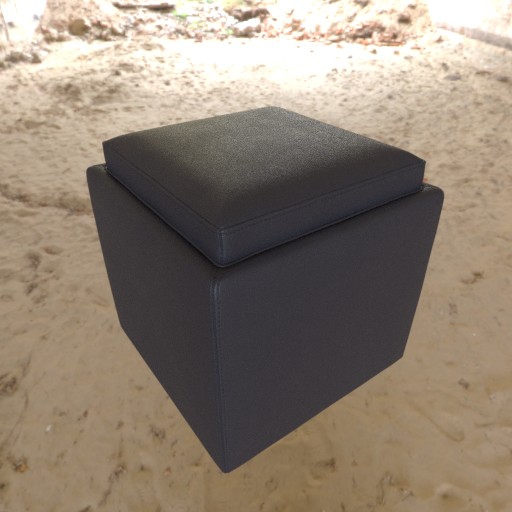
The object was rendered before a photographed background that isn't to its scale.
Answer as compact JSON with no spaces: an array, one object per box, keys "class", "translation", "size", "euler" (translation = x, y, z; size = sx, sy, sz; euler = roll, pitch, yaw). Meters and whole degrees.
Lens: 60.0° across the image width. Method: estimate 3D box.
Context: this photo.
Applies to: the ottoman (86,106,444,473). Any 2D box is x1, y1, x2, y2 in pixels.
[{"class":"ottoman","translation":[0.000,0.000,0.828],"size":[0.450,0.460,0.451],"euler":[-22,39,-30]}]
